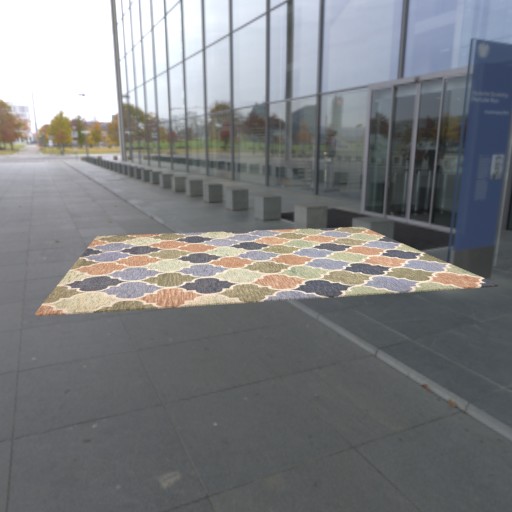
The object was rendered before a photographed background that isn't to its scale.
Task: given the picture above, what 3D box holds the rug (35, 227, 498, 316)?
[{"bbox_3d":[0.000,0.000,4.136,3.200,0.013,2.439,-3,14,-10],"label":"rug"}]
